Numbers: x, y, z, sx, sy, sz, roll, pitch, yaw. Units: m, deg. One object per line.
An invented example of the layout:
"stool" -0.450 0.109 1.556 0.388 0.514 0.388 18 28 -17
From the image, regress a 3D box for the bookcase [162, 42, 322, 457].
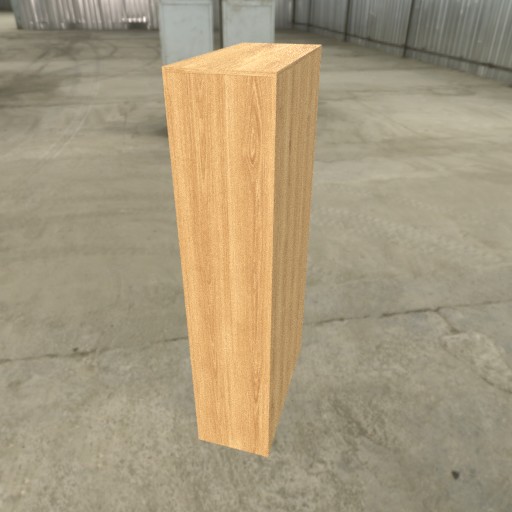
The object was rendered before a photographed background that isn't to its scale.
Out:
"bookcase" 0.000 0.000 2.420 0.420 2.020 0.950 8 32 14
